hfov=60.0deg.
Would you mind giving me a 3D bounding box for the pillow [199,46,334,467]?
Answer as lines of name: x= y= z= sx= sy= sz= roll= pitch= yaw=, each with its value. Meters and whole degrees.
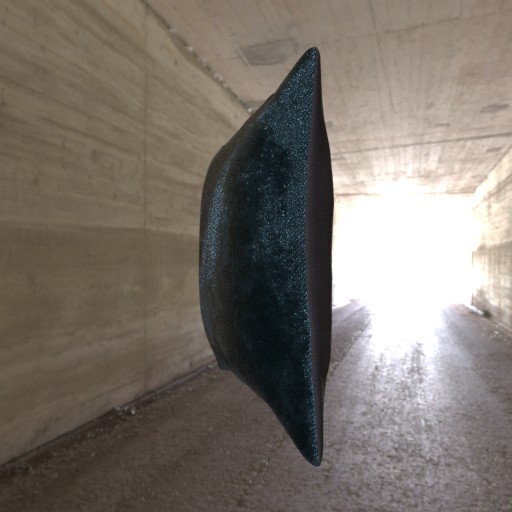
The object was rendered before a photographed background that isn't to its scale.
pillow: x=0.000 y=0.000 z=0.642 sx=0.138 sy=0.430 sz=0.436 roll=0 pitch=0 yaw=-17
